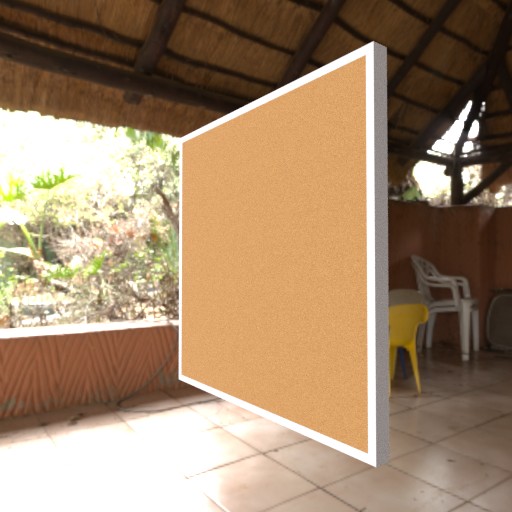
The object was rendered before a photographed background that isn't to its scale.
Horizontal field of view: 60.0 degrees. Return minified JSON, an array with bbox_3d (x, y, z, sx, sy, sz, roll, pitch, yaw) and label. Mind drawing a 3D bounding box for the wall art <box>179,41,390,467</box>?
[{"bbox_3d":[0.000,0.000,1.109,0.038,0.762,0.762,1,-2,-37],"label":"wall art"}]
